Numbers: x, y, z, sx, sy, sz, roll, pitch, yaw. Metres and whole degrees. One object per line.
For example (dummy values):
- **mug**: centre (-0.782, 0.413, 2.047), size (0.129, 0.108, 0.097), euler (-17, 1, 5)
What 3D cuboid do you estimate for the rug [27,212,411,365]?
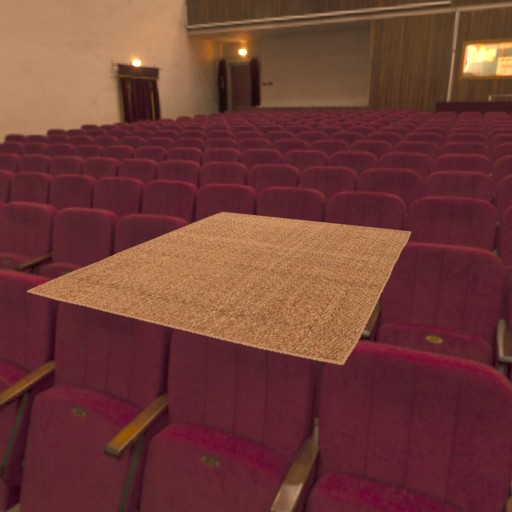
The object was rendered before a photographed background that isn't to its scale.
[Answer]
- **rug**: centre (0.000, 0.000, 4.115), size (2.439, 0.013, 3.048), euler (8, 20, 24)
